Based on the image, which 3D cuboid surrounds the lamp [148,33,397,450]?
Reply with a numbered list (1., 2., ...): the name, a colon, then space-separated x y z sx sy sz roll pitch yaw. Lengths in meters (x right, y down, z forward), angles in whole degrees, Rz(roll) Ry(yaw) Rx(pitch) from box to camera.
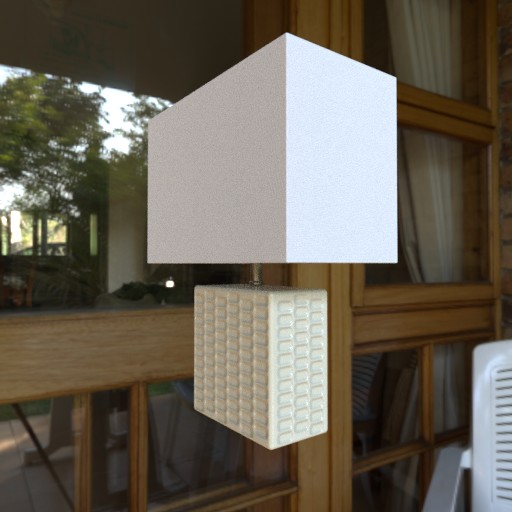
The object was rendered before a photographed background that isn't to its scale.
1. lamp: 0.000 0.000 0.698 0.200 0.515 0.380 1 -1 -37
